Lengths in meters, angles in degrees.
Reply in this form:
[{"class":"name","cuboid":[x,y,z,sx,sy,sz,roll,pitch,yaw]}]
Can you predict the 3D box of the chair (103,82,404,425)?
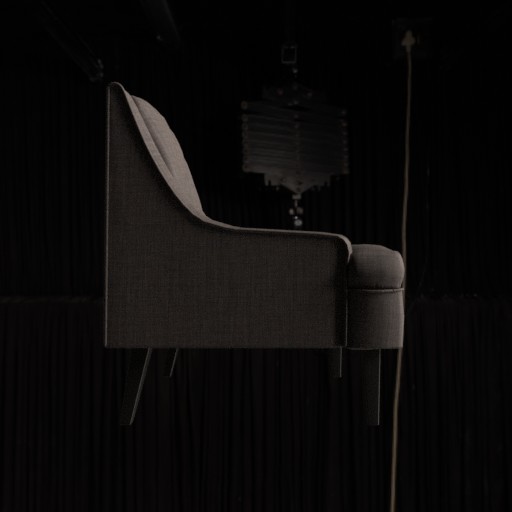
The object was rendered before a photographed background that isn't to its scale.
[{"class":"chair","cuboid":[0.000,0.000,1.431,0.771,0.891,0.655,0,-2,0]}]
